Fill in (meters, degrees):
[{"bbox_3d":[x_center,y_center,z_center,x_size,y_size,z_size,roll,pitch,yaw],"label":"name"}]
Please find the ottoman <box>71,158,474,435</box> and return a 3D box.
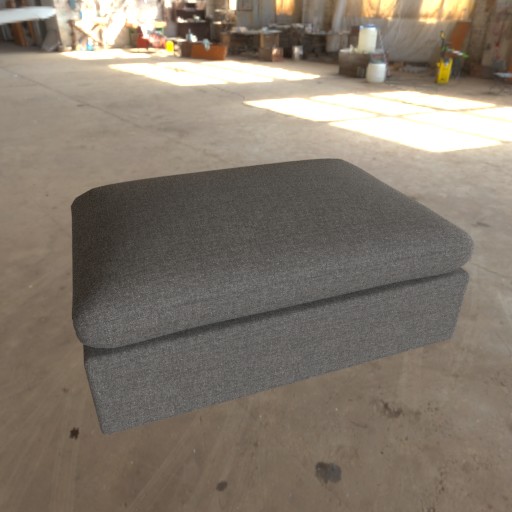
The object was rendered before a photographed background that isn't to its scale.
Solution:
[{"bbox_3d":[0.000,0.000,1.387,1.041,0.483,0.711,-10,32,-17],"label":"ottoman"}]
